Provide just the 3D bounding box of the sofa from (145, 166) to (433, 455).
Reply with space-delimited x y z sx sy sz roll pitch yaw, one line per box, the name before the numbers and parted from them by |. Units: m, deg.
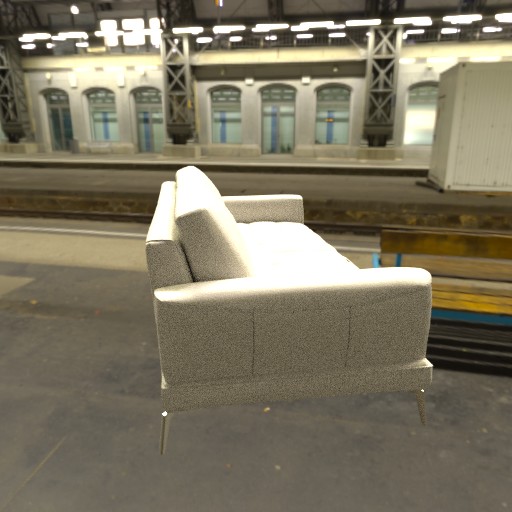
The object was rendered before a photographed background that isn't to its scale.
sofa | 0.000 0.000 2.637 1.121 0.930 2.177 -3 17 -9
